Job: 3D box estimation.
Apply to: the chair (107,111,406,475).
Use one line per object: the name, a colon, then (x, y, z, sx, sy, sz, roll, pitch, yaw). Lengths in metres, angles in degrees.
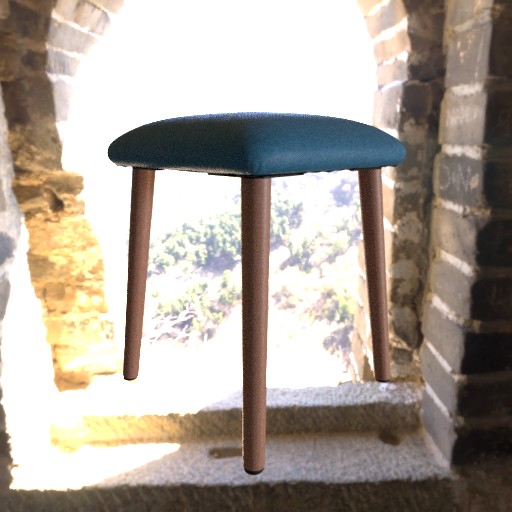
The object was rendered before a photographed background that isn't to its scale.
chair: (0.000, 0.000, 0.733, 0.360, 0.450, 0.360, -14, 20, -42)
